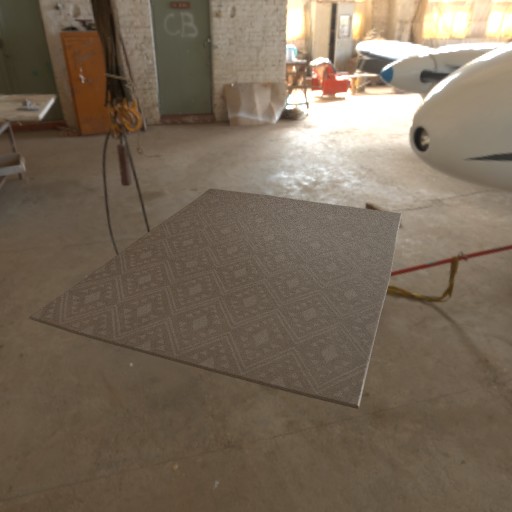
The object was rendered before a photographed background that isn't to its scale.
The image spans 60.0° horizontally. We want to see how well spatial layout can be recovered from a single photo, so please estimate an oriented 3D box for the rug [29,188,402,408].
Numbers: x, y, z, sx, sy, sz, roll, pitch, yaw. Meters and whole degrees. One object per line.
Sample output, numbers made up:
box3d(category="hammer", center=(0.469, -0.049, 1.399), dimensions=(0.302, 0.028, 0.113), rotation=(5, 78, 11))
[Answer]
box3d(category="rug", center=(0.000, 0.000, 4.095), dimensions=(2.399, 0.054, 3.011), rotation=(10, 30, 18))
